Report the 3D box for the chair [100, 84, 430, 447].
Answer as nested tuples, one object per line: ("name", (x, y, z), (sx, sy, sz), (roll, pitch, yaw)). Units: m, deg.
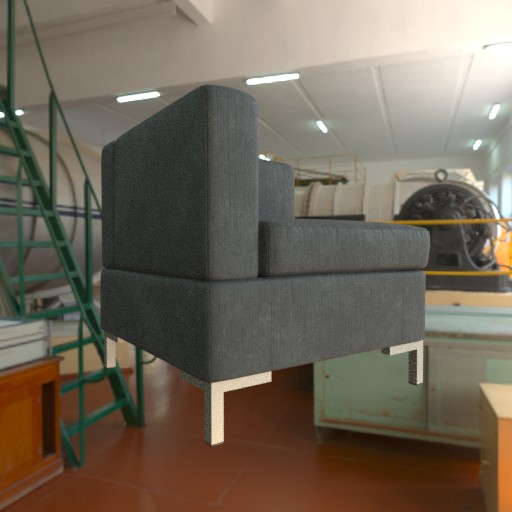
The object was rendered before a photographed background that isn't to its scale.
("chair", (0.000, 0.000, 1.226), (0.680, 0.660, 0.680), (-1, 1, -35))
